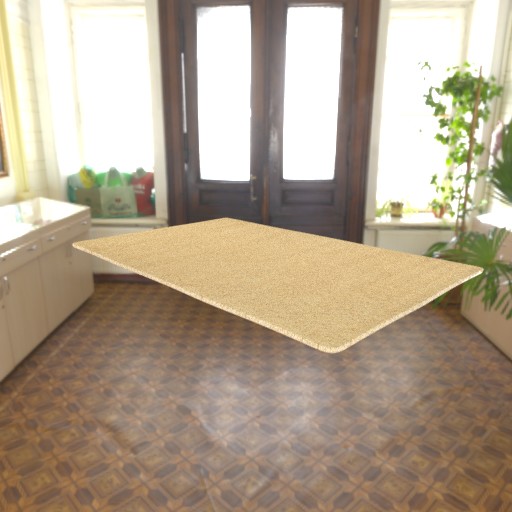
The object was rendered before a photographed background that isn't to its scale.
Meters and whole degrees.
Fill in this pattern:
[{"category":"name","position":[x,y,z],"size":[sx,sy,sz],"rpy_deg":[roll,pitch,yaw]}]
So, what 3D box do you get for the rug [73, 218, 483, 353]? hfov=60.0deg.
[{"category":"rug","position":[0.000,0.000,2.933],"size":[1.500,0.026,2.349],"rpy_deg":[-14,21,-42]}]
